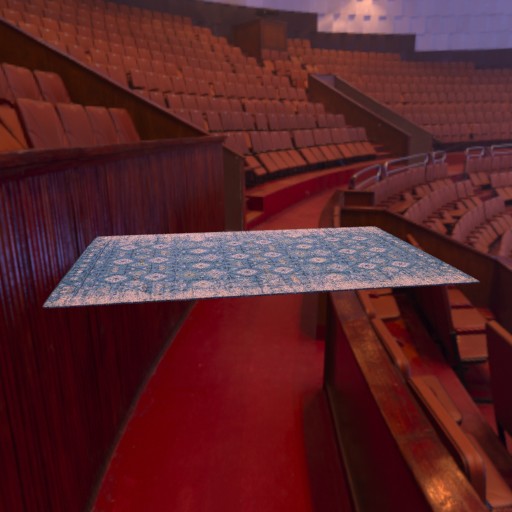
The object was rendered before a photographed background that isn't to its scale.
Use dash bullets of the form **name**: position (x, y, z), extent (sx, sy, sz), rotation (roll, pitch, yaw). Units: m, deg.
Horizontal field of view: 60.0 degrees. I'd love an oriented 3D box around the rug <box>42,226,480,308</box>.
- **rug**: position (0.000, 0.000, 2.290), extent (1.795, 0.008, 1.102), rotation (-3, 17, -9)
